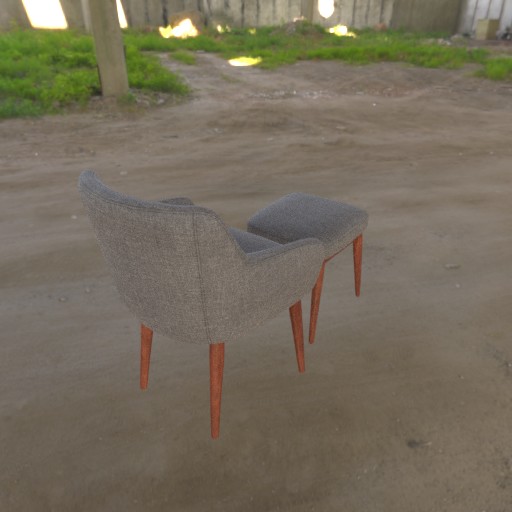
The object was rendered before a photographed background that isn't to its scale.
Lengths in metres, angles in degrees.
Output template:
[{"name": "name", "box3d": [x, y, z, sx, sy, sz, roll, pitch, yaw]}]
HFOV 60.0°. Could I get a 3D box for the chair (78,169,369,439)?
[{"name": "chair", "box3d": [0.000, 0.000, 1.566, 0.584, 0.799, 1.107, 21, 35, 32]}]
